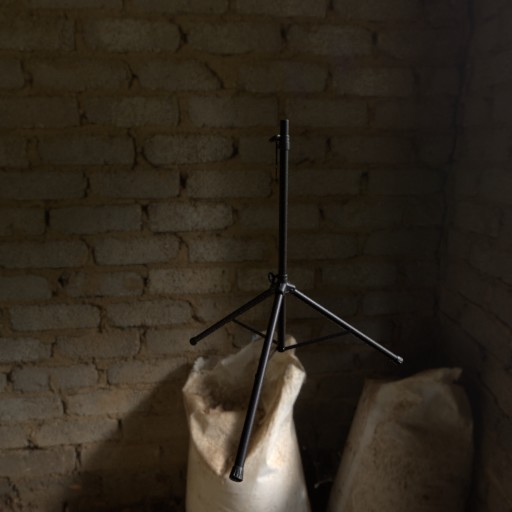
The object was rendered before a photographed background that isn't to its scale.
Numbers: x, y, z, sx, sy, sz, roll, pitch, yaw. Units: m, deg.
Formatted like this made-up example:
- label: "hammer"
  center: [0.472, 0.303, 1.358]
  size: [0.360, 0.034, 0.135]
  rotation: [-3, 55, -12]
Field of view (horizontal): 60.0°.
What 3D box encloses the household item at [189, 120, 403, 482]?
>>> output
- label: "household item"
  center: [0.000, 0.000, 2.749]
  size: [1.339, 1.595, 1.596]
  rotation: [13, 18, 43]
